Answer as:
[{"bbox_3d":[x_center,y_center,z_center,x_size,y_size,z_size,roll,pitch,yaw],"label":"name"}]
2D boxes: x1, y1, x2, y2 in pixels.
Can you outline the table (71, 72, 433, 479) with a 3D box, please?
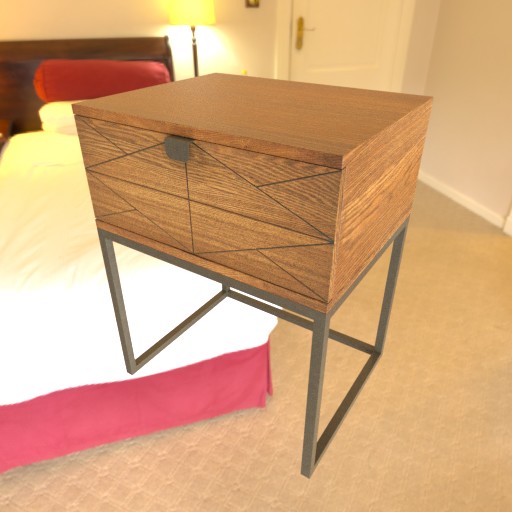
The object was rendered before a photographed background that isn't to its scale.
[{"bbox_3d":[0.000,0.000,0.903,0.482,0.610,0.400,19,36,28],"label":"table"}]
